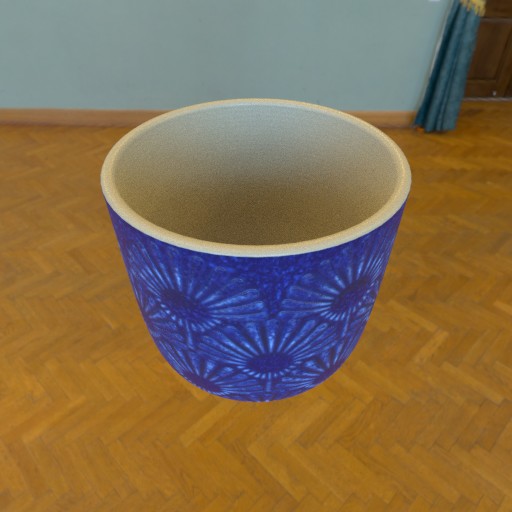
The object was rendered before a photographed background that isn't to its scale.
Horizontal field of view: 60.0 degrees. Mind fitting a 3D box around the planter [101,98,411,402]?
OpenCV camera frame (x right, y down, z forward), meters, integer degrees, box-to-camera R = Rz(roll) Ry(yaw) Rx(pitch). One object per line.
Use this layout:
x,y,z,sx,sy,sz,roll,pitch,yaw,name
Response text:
0.000,0.000,0.217,0.124,0.109,0.124,0,41,0,planter
